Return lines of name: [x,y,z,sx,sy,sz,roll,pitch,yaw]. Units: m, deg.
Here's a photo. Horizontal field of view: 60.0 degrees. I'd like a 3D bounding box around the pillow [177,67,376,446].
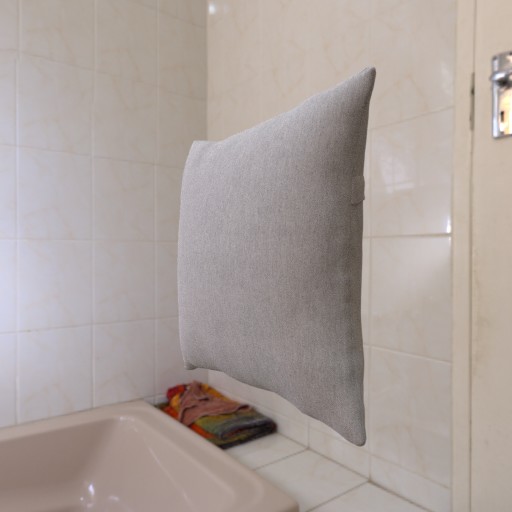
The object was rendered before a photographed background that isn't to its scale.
pillow: [0.000,0.000,0.675,0.173,0.436,0.433,0,1,-36]
